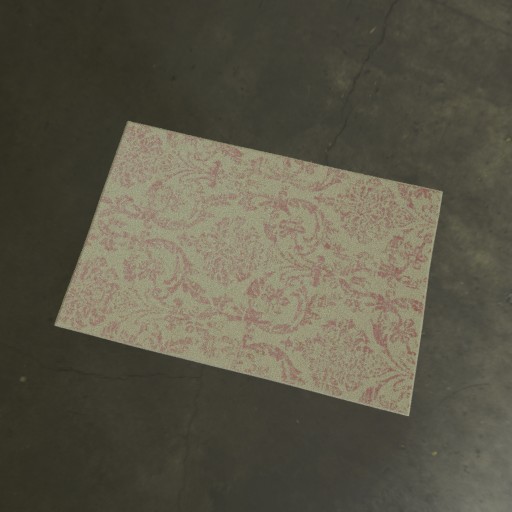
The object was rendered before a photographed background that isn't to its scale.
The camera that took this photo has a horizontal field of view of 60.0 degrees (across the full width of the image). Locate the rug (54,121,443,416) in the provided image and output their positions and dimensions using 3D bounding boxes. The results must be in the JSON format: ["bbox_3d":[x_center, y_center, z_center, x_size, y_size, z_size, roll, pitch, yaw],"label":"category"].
[{"bbox_3d":[0.000,0.000,2.373,1.839,0.012,1.219,13,76,3],"label":"rug"}]
